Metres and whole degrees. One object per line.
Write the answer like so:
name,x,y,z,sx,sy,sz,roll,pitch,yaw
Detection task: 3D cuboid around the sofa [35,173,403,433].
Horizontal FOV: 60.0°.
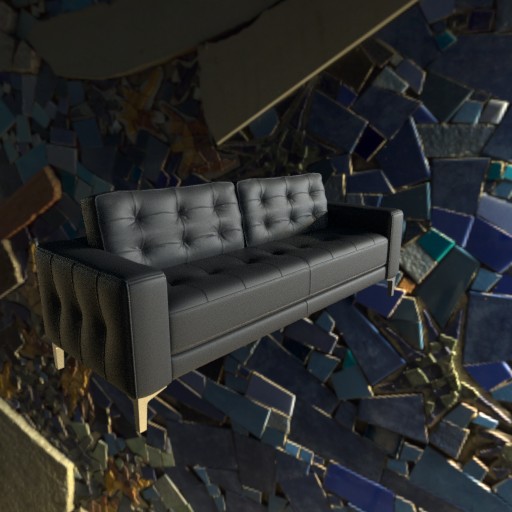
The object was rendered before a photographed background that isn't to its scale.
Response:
sofa,0.000,0.000,2.681,0.833,0.893,2.275,13,20,41
